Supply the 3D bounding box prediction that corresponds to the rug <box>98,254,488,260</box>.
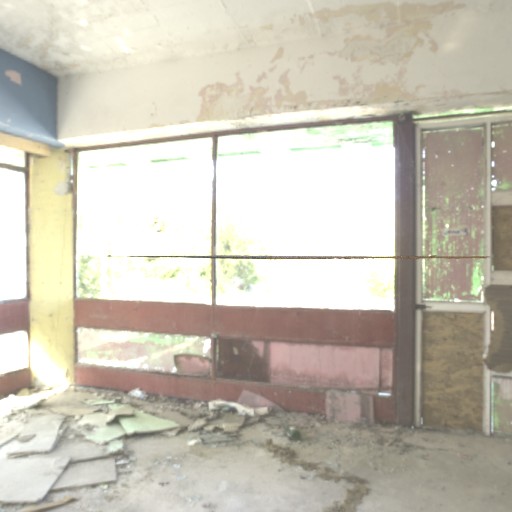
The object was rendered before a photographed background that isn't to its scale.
[{"bbox_3d":[0.000,0.000,1.899,0.920,0.013,1.541,0,0,-35],"label":"rug"}]
